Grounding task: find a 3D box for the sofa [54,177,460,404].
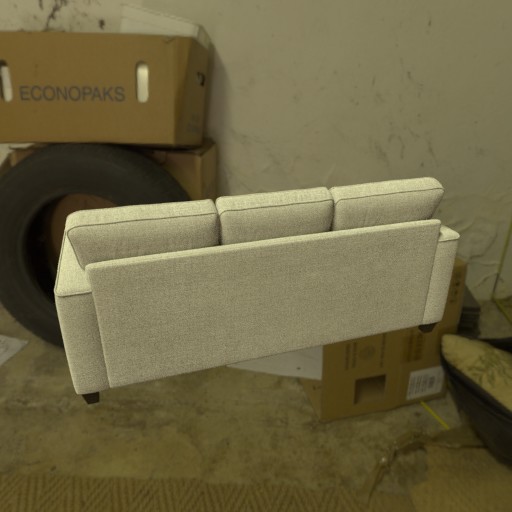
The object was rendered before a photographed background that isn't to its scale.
[{"bbox_3d":[0.000,0.000,2.645,2.133,0.965,0.939,-8,26,-16],"label":"sofa"}]
